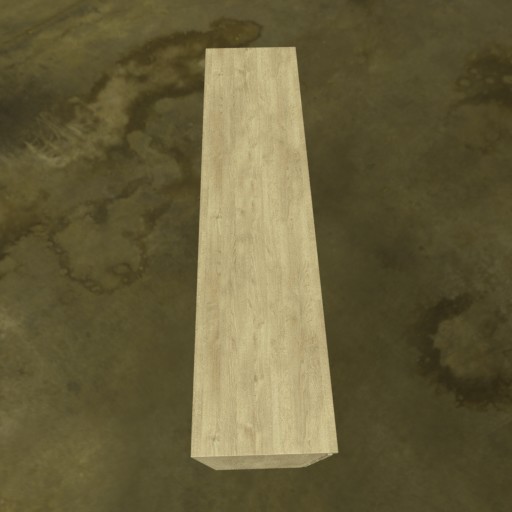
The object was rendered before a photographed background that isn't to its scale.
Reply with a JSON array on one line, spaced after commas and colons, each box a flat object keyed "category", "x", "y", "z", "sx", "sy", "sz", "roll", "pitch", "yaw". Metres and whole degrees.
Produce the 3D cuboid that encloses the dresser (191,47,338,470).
[{"category": "dresser", "x": 0.000, "y": 0.000, "z": 1.867, "sx": 0.390, "sy": 0.795, "sz": 1.590, "roll": -2, "pitch": 62, "yaw": -1}]
